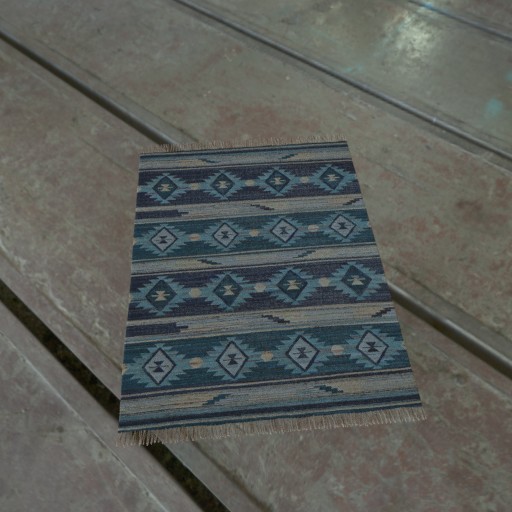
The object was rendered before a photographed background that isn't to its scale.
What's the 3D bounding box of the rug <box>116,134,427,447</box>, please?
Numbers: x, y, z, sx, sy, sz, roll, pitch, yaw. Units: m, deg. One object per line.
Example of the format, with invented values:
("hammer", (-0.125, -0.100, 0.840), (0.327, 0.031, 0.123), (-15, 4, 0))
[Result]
("rug", (0.000, 0.000, 4.311), (2.418, 0.047, 3.307), (-4, 57, -3))
